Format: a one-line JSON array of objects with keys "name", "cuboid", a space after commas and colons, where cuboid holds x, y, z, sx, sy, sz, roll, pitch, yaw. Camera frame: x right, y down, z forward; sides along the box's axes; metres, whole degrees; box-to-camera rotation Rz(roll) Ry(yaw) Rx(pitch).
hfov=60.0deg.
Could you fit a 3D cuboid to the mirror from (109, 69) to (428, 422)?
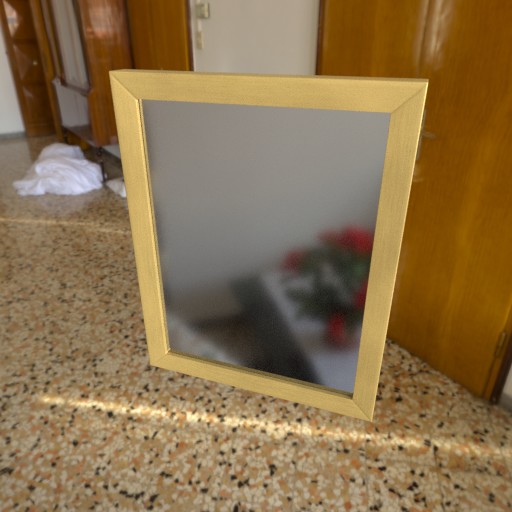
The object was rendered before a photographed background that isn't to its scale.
[{"name": "mirror", "cuboid": [0.000, 0.000, 0.668, 0.405, 0.508, 0.041, 9, 29, 17]}]
